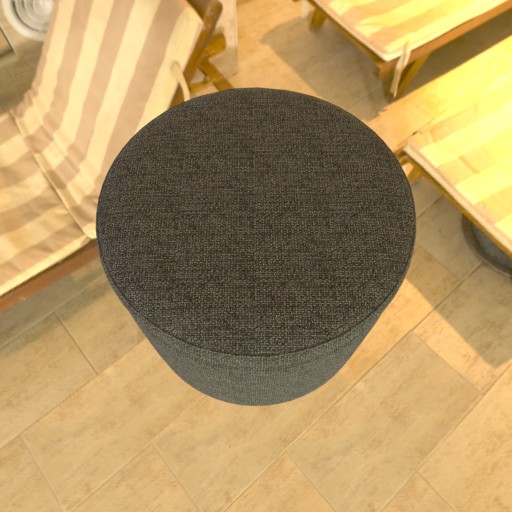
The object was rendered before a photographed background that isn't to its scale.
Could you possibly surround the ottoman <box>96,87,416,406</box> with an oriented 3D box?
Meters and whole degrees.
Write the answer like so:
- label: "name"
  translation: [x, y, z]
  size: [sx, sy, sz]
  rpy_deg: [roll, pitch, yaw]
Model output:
- label: "ottoman"
  translation: [0.000, 0.000, 0.883]
  size: [0.520, 0.430, 0.520]
  rpy_deg: [0, 63, 0]
